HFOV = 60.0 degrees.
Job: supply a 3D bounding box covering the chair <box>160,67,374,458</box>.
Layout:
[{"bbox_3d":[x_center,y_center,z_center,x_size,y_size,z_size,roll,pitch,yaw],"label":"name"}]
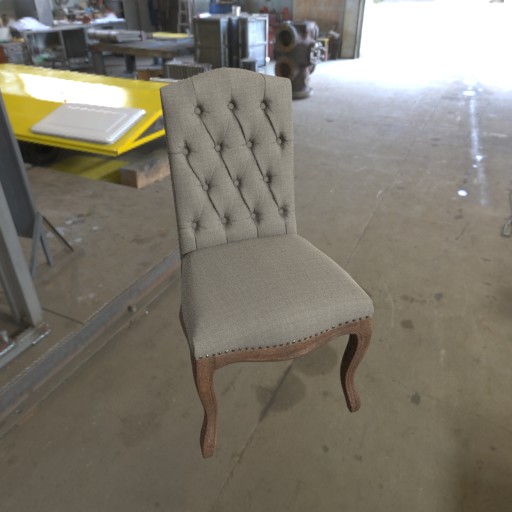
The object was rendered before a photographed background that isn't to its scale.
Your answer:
[{"bbox_3d":[0.000,0.000,1.623,0.637,1.191,0.731,-11,34,-16],"label":"chair"}]
